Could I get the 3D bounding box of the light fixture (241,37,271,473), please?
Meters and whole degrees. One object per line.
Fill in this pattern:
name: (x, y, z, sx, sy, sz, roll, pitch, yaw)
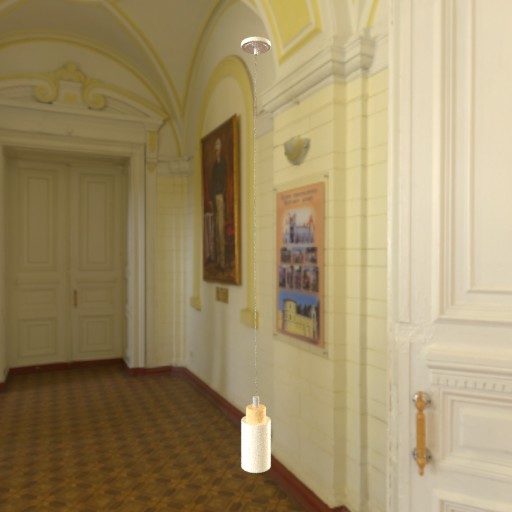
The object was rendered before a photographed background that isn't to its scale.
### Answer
light fixture: (0.000, 0.000, 1.890, 0.125, 1.798, 0.125, 0, 1, 20)
